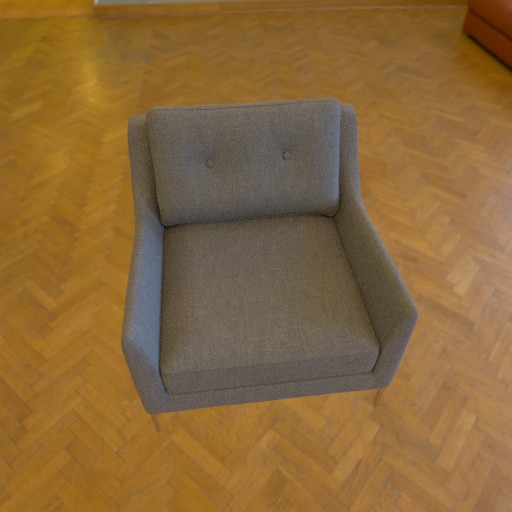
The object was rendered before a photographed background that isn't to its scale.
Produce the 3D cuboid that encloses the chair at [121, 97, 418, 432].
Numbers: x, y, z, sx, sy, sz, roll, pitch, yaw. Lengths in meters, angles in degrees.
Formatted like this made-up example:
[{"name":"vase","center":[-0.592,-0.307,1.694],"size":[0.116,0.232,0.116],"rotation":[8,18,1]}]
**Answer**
[{"name":"chair","center":[0.000,0.000,1.561],"size":[0.847,0.828,0.849],"rotation":[-5,45,-5]}]
